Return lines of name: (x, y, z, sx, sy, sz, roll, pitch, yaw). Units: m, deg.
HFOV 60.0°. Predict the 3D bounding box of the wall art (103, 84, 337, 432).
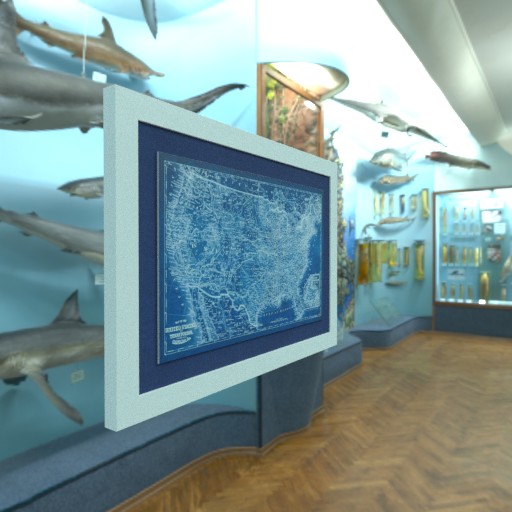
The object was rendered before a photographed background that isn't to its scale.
wall art: (0.000, 0.000, 1.693, 0.051, 0.902, 1.308, 1, 1, 36)
